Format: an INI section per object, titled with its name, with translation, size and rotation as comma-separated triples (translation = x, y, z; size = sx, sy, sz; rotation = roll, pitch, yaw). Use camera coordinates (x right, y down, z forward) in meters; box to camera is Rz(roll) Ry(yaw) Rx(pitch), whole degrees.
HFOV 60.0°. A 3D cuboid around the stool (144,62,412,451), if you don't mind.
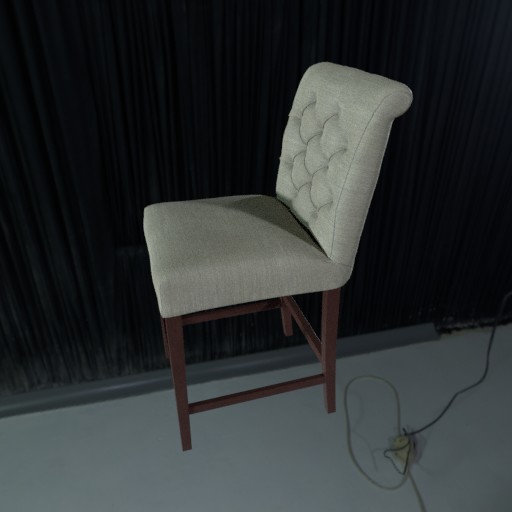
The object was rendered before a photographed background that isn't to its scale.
[stool]
translation = 0.000, 0.000, 1.412
size = 0.660, 1.084, 0.486
rotation = -9, 31, -14
